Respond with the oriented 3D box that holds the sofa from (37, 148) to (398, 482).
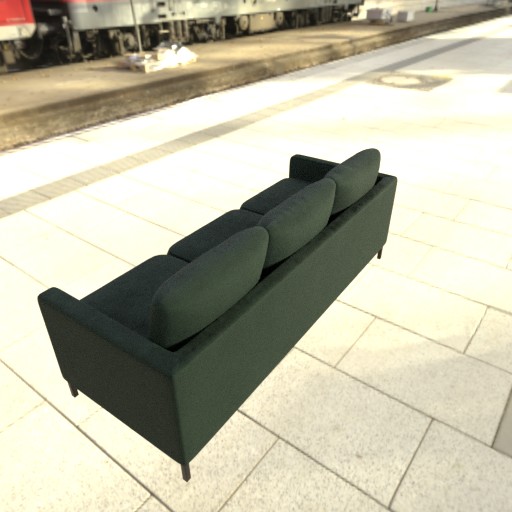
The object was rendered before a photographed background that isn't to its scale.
[{"bbox_3d":[0.000,0.000,2.618,0.859,0.870,2.218,21,38,29],"label":"sofa"}]
